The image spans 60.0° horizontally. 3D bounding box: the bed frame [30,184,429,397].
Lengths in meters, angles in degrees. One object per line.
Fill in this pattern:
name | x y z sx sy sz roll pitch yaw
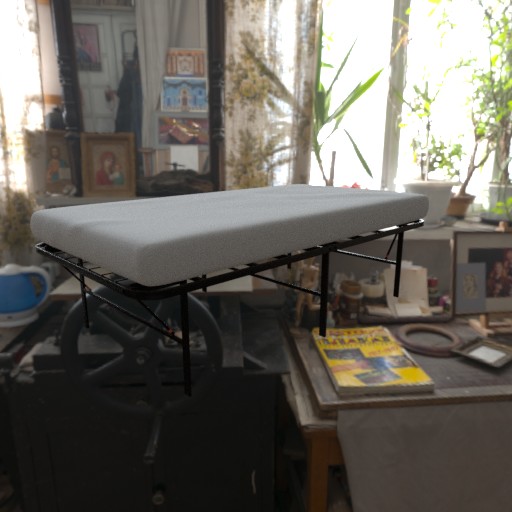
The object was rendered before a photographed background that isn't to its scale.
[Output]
bed frame | 0.000 0.000 2.337 1.903 0.619 0.989 -14 20 -43
